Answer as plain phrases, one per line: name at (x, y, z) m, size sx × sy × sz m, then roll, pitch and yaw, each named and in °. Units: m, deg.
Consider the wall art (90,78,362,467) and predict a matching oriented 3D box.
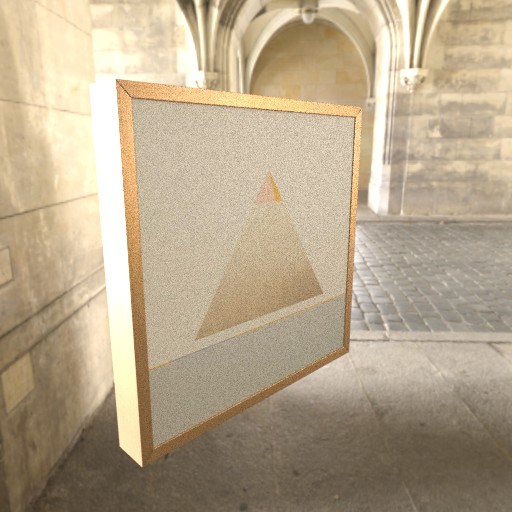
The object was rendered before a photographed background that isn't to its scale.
wall art at (0.000, 0.000, 0.450) m, size 0.305 × 0.303 × 0.038 m, roll -13°, pitch 19°, yaw -43°
